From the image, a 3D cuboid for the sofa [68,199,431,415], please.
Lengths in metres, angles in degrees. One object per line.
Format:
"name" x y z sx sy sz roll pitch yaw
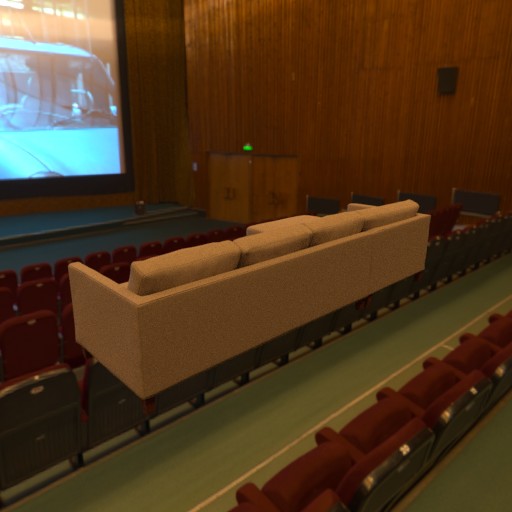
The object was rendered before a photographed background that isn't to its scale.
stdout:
"sofa" 0.000 0.000 3.912 3.186 0.846 1.625 -16 23 -41
